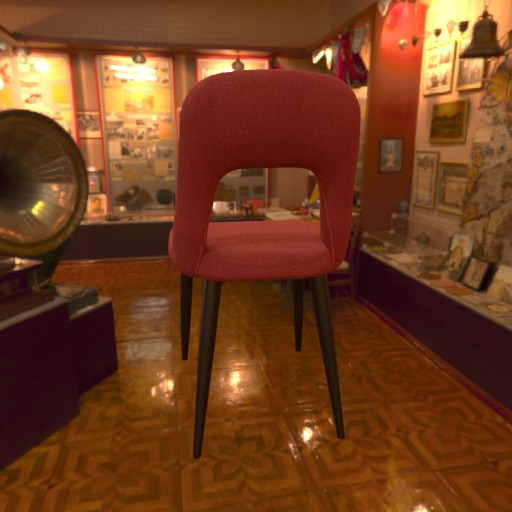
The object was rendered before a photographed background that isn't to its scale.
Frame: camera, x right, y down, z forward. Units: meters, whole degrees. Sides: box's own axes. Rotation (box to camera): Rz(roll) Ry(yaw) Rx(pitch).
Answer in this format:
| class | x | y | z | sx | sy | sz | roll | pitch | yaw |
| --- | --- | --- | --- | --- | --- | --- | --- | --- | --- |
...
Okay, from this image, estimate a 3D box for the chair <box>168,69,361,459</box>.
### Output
| class | x | y | z | sx | sy | sz | roll | pitch | yaw |
| --- | --- | --- | --- | --- | --- | --- | --- | --- | --- |
| chair | 0.000 | 0.000 | 1.235 | 0.483 | 0.892 | 0.569 | -2 | 14 | -9 |
